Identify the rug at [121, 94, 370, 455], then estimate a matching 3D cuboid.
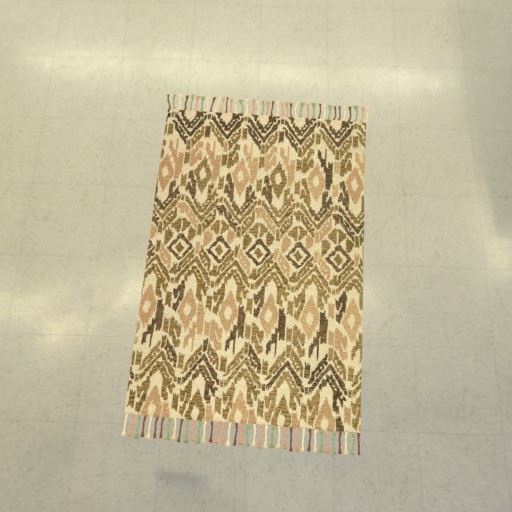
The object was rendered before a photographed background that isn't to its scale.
[{"bbox_3d":[0.000,0.000,3.026,1.524,0.008,2.438,4,75,1],"label":"rug"}]
